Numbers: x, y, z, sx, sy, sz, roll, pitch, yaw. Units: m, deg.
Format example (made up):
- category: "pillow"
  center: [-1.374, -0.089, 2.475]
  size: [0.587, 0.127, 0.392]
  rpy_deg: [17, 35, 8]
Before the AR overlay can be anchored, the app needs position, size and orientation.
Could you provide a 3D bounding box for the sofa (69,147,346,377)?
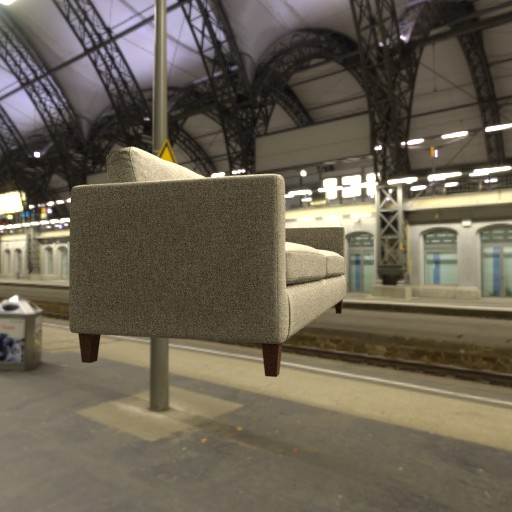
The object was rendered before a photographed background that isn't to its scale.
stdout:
- category: "sofa"
  center: [0.000, 0.000, 2.875]
  size: [0.948, 0.951, 2.434]
  rpy_deg: [0, -1, 17]
